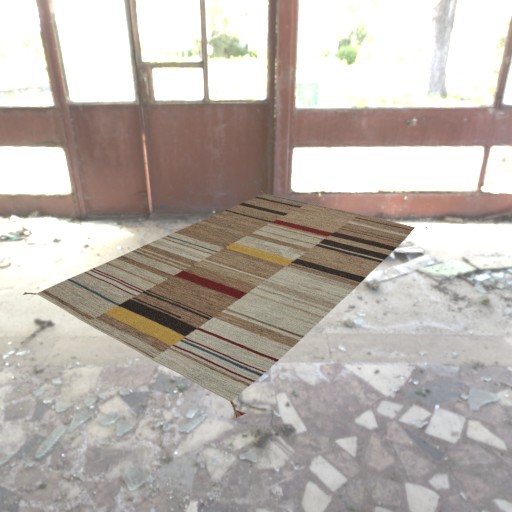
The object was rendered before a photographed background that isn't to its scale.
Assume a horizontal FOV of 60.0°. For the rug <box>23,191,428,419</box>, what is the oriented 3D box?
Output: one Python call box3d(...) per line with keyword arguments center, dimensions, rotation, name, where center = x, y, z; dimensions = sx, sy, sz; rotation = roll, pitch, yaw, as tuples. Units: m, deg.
box3d(center=(0.000, 0.000, 2.363), dimensions=(1.268, 0.007, 1.918), rotation=(18, 31, 32), name="rug")
